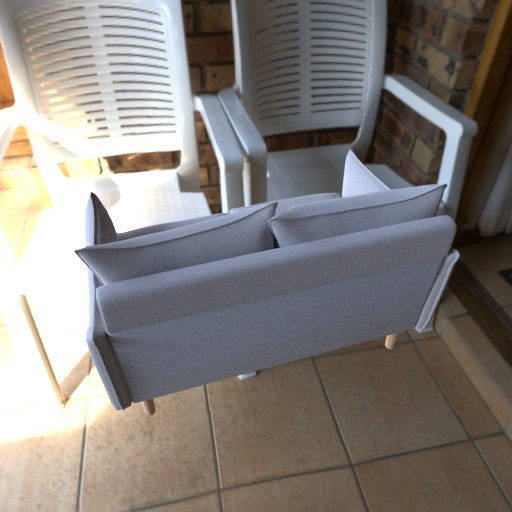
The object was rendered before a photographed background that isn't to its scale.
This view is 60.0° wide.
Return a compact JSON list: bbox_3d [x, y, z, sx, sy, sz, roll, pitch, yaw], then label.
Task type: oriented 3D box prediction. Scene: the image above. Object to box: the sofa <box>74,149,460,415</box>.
[{"bbox_3d":[0.000,0.000,1.827,1.300,0.840,0.820,-12,42,-13],"label":"sofa"}]
